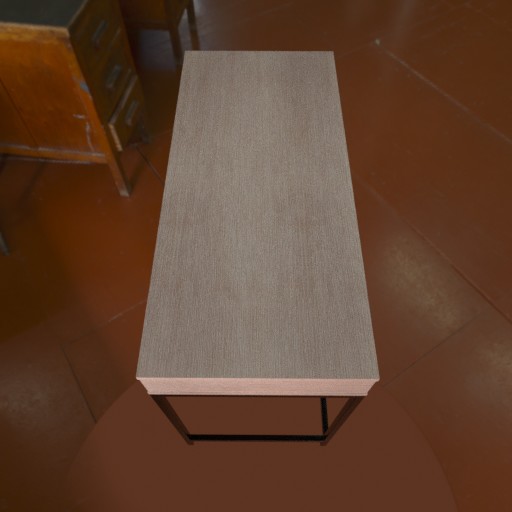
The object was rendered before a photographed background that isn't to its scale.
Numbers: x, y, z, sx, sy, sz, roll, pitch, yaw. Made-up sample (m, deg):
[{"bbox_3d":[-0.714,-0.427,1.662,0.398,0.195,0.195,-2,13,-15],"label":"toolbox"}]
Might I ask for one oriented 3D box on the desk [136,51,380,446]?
[{"bbox_3d":[0.000,0.000,1.422,0.470,0.762,1.016,0,58,0],"label":"desk"}]
